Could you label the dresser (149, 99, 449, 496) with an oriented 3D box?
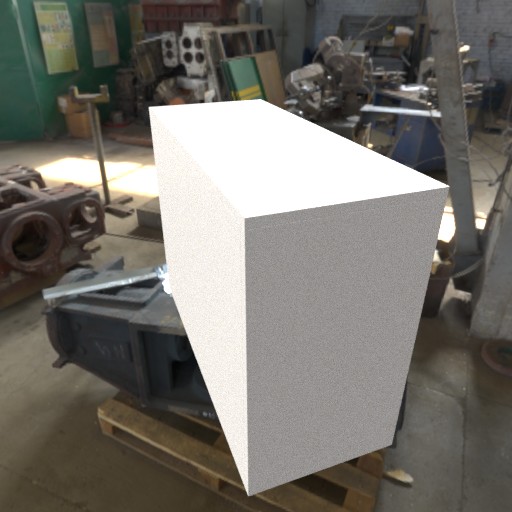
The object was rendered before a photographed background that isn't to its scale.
[{"bbox_3d":[0.000,0.000,1.515,0.460,0.820,1.100,-10,31,-18],"label":"dresser"}]
